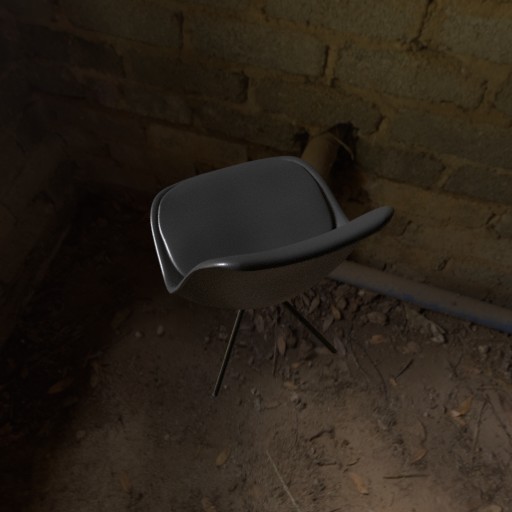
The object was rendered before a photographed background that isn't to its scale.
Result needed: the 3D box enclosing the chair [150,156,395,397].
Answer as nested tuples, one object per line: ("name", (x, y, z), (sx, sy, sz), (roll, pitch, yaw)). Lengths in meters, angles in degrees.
("chair", (0.000, 0.000, 1.116), (0.461, 0.850, 0.525), (-17, 61, -10))
